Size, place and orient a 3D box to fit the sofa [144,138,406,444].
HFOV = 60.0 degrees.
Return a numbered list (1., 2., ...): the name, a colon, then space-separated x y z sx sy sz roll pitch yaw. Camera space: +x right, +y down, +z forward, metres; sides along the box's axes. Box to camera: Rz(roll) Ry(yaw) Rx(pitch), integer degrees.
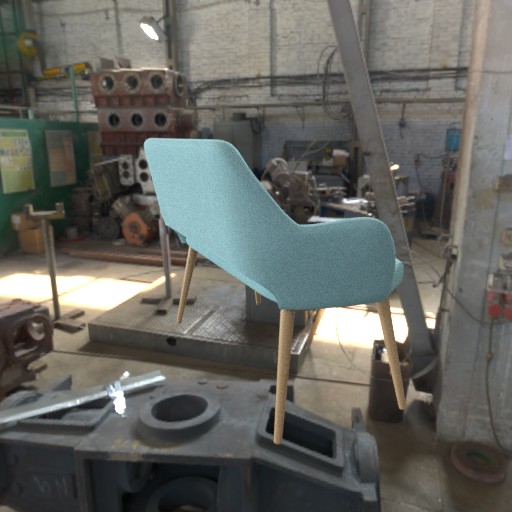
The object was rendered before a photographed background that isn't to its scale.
1. sofa: 0.000 0.000 1.638 0.610 0.840 1.150 -8 17 -26
